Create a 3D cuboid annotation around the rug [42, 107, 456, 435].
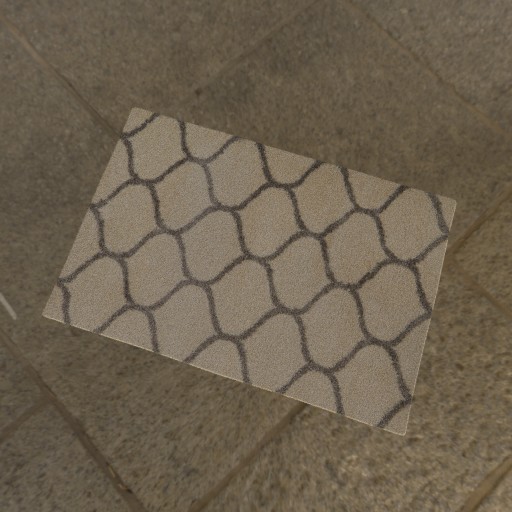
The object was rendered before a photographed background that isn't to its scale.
[{"bbox_3d":[0.000,0.000,3.333,2.701,0.026,1.801,17,76,4],"label":"rug"}]
